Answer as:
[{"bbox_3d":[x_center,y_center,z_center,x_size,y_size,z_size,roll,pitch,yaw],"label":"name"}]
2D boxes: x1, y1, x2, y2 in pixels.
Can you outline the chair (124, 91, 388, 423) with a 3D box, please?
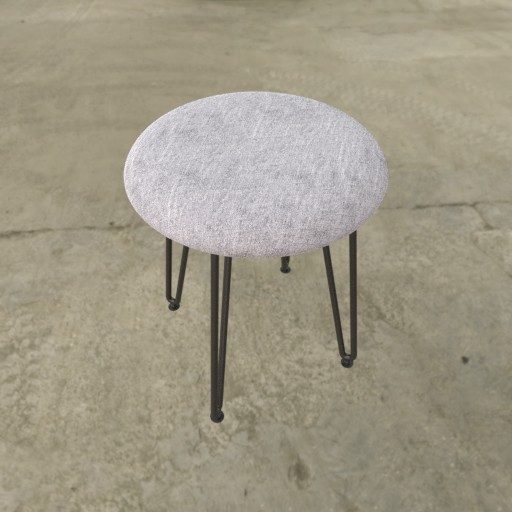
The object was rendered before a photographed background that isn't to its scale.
[{"bbox_3d":[0.000,0.000,0.642,0.350,0.386,0.350,15,47,15],"label":"chair"}]
